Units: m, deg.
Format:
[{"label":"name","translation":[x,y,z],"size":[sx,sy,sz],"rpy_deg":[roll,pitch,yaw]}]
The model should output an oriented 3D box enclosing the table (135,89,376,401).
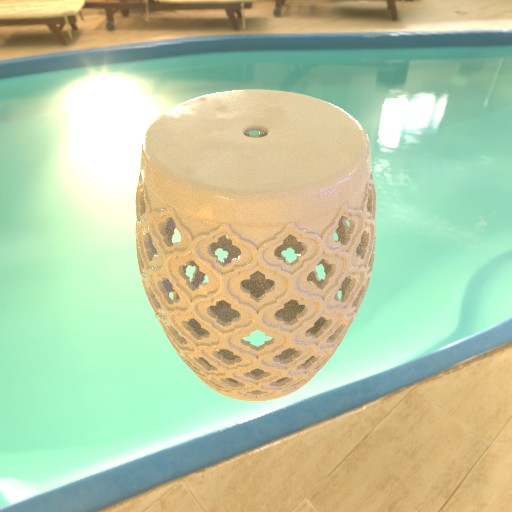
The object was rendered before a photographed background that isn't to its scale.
[{"label":"table","translation":[0.000,0.000,0.641],"size":[0.325,0.388,0.325],"rpy_deg":[0,42,0]}]
